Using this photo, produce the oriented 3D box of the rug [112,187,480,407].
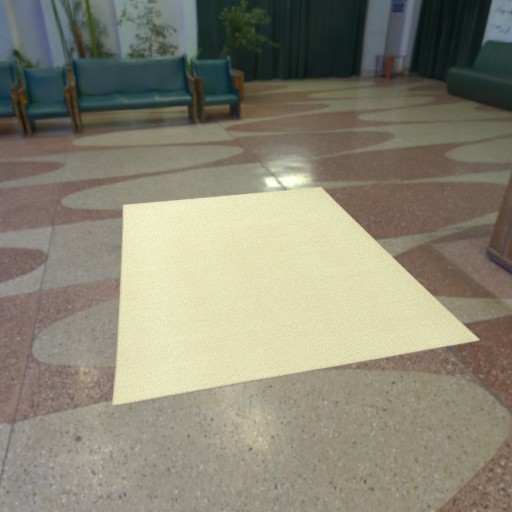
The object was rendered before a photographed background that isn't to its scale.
[{"bbox_3d":[0.000,0.000,4.104,2.462,0.018,3.039,-7,30,-12],"label":"rug"}]
